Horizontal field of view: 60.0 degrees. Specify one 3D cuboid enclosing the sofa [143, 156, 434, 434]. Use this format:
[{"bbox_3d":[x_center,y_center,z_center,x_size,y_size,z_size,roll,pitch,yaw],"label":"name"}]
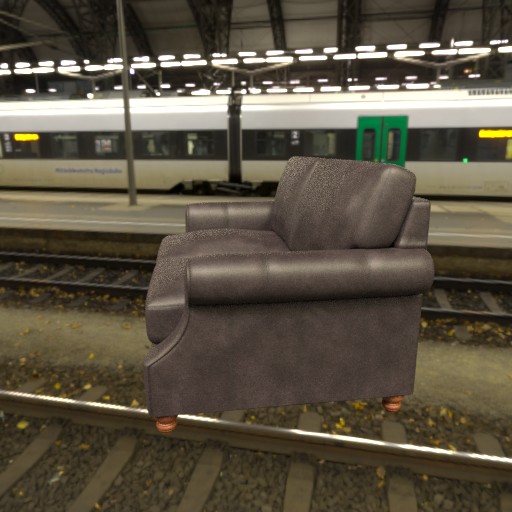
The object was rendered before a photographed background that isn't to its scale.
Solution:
[{"bbox_3d":[0.000,0.000,2.283,1.030,0.979,1.663,-2,14,-8],"label":"sofa"}]
